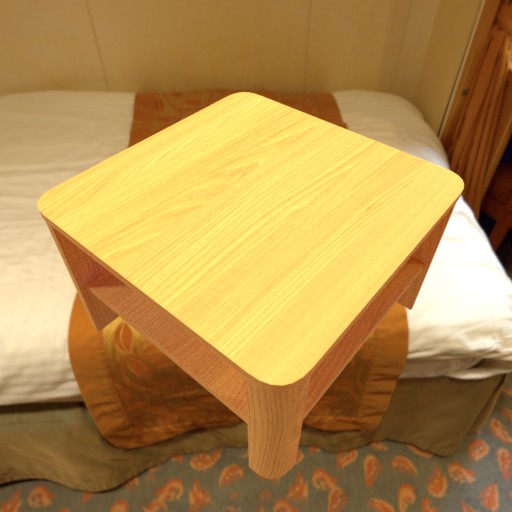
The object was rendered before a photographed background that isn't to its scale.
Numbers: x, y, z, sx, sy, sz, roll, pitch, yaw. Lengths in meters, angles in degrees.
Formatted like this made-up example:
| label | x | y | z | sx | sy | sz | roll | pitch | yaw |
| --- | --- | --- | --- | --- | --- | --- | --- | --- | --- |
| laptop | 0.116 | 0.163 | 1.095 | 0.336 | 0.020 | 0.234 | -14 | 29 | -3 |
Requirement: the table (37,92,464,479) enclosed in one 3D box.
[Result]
| label | x | y | z | sx | sy | sz | roll | pitch | yaw |
| --- | --- | --- | --- | --- | --- | --- | --- | --- | --- |
| table | 0.000 | 0.000 | 1.211 | 0.750 | 0.450 | 0.750 | 31 | 54 | 27 |
